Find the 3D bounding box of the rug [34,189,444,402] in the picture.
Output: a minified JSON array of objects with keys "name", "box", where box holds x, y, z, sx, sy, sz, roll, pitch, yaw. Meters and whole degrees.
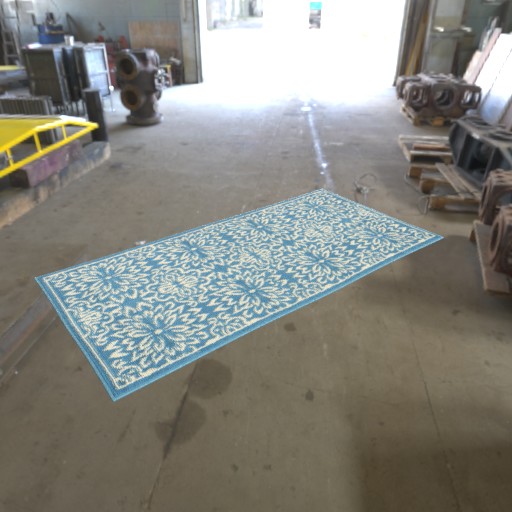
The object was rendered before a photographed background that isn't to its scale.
[{"name":"rug","box":[0.000,0.000,1.448,1.219,0.007,0.604,-21,35,-32]}]
